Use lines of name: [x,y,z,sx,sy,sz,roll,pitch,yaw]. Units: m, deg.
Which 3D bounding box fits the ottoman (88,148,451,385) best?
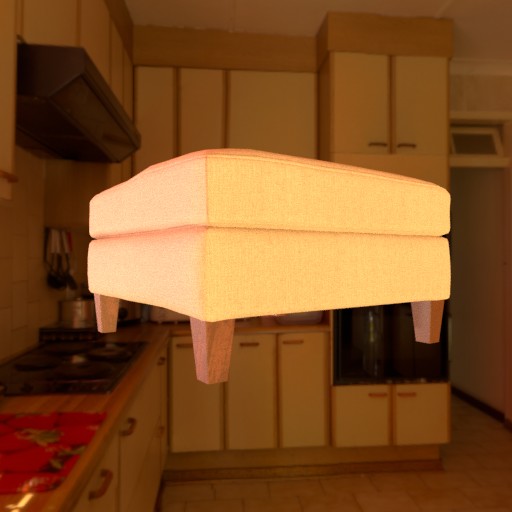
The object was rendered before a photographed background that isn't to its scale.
ottoman: [0.000,0.000,1.391,0.838,0.503,0.838,0,0,-35]
